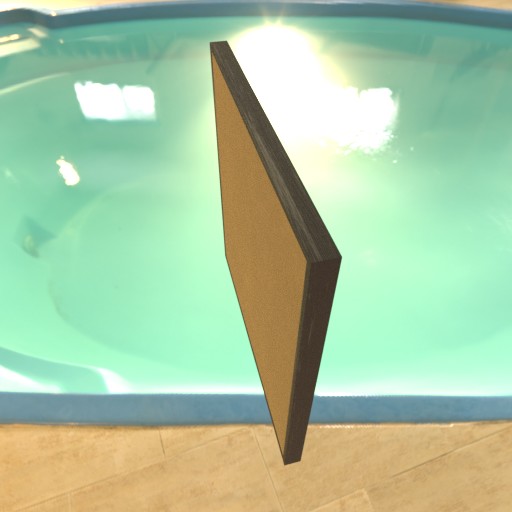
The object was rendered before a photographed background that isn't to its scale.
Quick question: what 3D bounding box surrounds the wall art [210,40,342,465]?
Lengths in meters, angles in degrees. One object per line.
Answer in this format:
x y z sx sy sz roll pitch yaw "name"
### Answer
0.000 0.000 1.112 0.043 0.758 0.762 -10 47 -10 "wall art"
